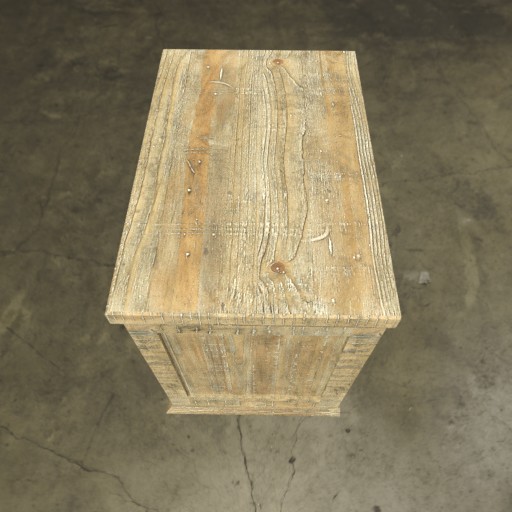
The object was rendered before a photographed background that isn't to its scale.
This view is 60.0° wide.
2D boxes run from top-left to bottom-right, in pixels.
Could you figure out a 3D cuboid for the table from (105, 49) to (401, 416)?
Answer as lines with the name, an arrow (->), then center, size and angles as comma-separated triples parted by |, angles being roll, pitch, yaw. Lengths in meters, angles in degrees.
table -> 0.000, 0.000, 1.144 | 0.457, 0.711, 0.686 | 1, 57, 1
